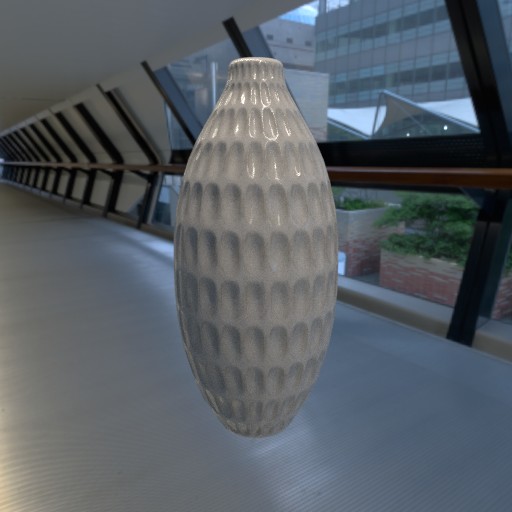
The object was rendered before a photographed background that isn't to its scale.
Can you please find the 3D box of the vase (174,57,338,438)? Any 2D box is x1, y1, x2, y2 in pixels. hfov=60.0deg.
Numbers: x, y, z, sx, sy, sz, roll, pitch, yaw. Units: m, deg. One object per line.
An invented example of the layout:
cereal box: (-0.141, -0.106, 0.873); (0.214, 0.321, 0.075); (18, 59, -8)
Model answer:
vase: (0.000, 0.000, 0.346); (0.127, 0.282, 0.127); (0, 13, 0)
